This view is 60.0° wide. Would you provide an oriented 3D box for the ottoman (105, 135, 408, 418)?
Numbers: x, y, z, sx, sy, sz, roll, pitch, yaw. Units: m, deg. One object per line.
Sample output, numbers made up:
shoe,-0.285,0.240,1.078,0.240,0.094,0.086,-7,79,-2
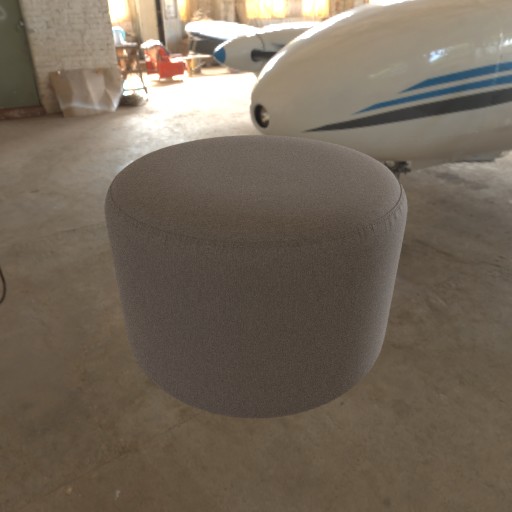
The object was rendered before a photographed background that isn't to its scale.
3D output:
ottoman,0.000,0.000,1.000,0.608,0.433,0.608,0,30,0
